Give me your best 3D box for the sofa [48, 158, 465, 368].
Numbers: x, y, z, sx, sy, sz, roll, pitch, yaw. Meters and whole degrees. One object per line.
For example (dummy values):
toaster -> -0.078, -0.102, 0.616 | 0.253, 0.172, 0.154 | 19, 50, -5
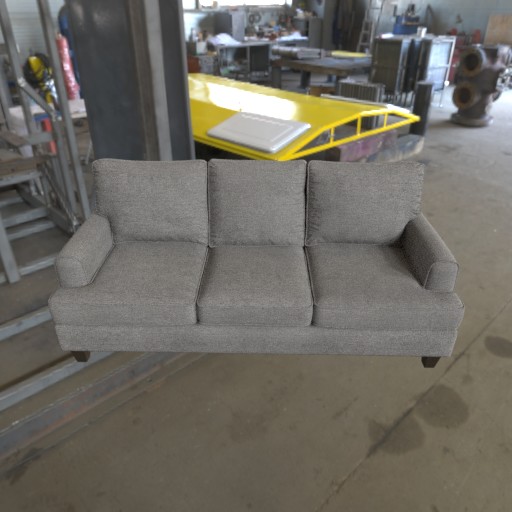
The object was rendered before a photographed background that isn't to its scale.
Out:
sofa -> 0.000, 0.000, 2.627 | 2.158, 0.965, 0.951 | 1, 30, 1
